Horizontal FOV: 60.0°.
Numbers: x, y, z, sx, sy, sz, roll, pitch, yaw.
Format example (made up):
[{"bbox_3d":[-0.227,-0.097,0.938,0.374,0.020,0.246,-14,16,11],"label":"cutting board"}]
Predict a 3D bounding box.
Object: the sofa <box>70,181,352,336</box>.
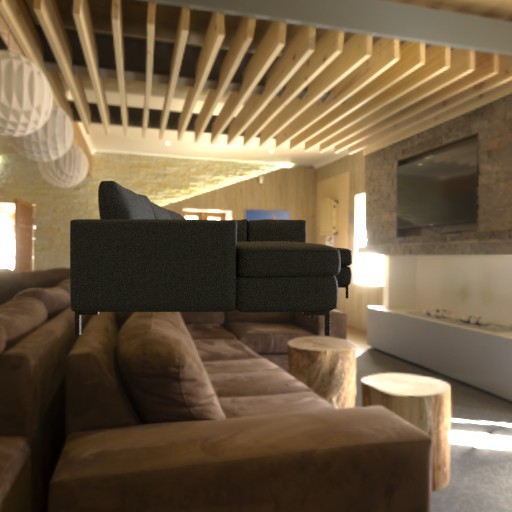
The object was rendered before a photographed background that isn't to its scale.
[{"bbox_3d":[0.000,0.000,3.827,1.984,0.858,2.975,0,0,0],"label":"sofa"}]
